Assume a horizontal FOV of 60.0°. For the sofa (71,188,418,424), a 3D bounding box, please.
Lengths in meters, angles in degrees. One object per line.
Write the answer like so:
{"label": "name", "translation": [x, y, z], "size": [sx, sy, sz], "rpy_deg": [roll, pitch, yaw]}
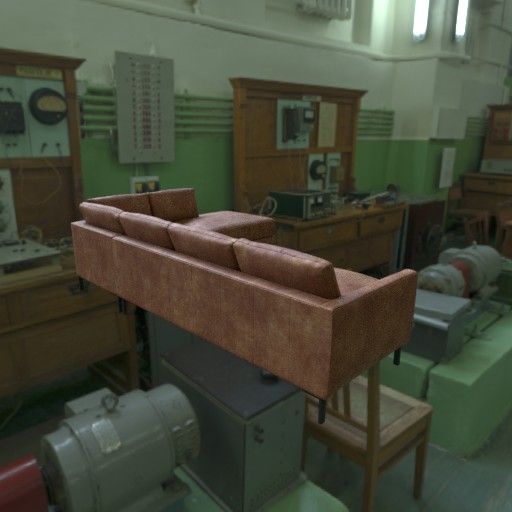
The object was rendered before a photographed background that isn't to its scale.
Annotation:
{"label": "sofa", "translation": [0.000, 0.000, 3.794], "size": [2.984, 0.877, 1.938], "rpy_deg": [15, 21, 43]}
